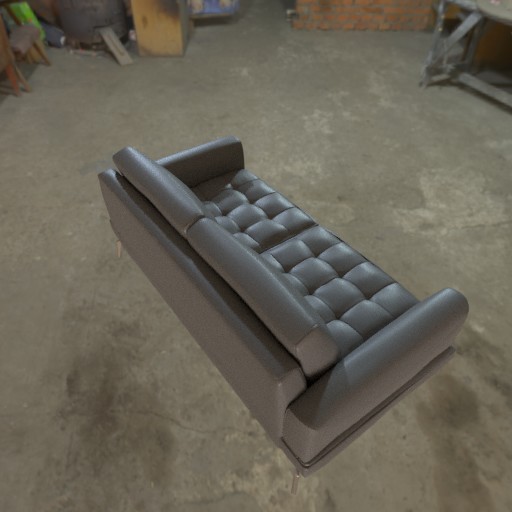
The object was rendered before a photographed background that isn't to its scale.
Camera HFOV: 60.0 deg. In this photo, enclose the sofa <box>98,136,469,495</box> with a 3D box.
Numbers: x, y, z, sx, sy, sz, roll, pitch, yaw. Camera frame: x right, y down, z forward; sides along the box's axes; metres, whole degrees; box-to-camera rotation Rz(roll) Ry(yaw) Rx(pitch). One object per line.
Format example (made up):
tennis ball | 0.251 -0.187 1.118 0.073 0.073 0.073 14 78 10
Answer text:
sofa | 0.000 0.000 2.635 1.121 0.930 2.177 -27 49 -26
